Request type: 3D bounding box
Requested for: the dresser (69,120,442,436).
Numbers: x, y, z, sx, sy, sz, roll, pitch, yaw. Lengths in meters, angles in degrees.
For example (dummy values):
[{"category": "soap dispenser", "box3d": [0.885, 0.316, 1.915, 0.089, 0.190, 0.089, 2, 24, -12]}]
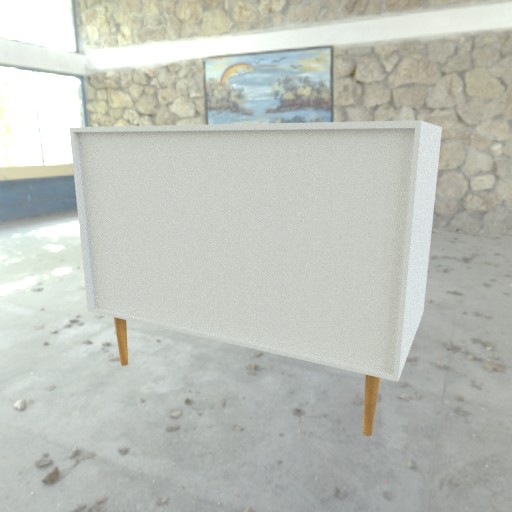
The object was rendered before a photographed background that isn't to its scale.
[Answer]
[{"category": "dresser", "box3d": [0.000, 0.000, 1.294, 0.905, 0.721, 0.457, 7, 16, 26]}]
